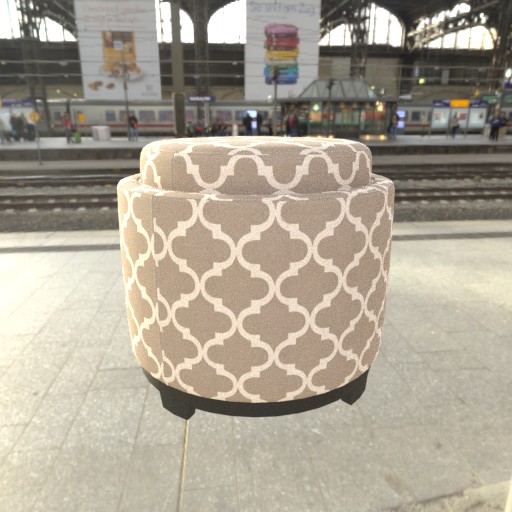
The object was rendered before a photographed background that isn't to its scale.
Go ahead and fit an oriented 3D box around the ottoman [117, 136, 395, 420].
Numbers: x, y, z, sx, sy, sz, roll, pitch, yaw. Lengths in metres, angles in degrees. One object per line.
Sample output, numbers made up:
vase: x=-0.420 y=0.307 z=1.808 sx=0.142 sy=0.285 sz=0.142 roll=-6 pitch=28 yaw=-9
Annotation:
ottoman: x=0.000 y=0.000 z=0.828 sx=0.480 sy=0.429 sz=0.480 roll=0 pitch=17 yaw=0
